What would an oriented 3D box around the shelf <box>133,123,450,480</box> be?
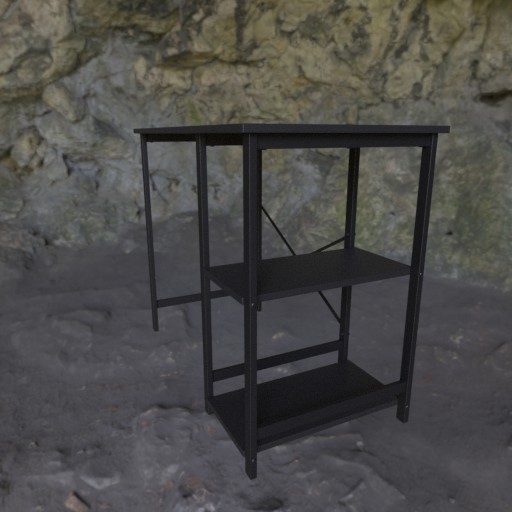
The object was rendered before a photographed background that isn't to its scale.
[{"bbox_3d":[0.000,0.000,1.346,0.498,0.749,0.902,-8,17,-25],"label":"shelf"}]
